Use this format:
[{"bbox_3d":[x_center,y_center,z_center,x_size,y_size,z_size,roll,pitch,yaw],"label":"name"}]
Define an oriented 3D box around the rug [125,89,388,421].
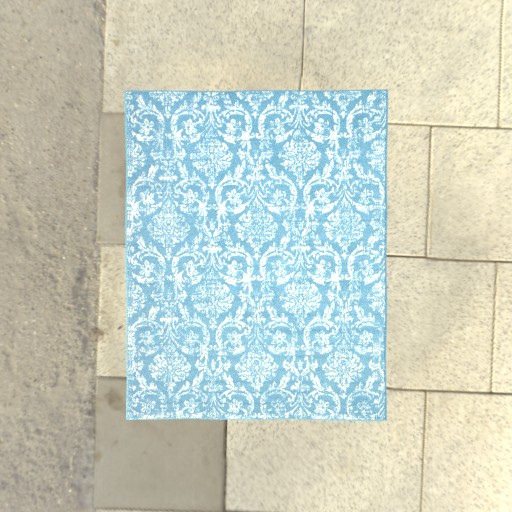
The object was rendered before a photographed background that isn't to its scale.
[{"bbox_3d":[0.000,0.000,3.999,2.363,0.012,2.980,0,91,1],"label":"rug"}]
